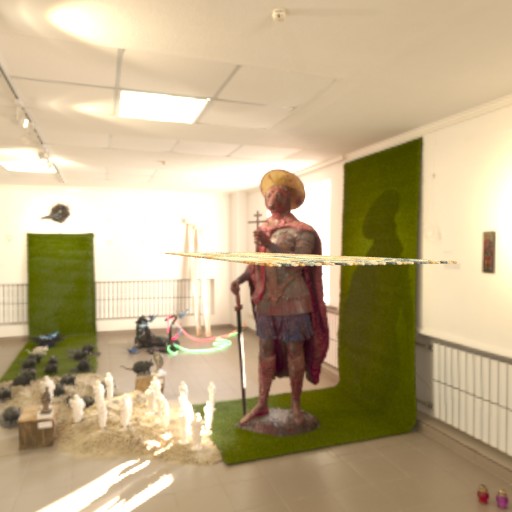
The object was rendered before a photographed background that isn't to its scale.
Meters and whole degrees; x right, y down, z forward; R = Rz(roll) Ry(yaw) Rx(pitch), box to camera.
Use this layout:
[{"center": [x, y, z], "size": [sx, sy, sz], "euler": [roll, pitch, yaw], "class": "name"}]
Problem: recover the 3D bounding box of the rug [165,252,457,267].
[{"center": [0.000, 0.000, 2.680], "size": [0.783, 0.010, 2.437], "euler": [0, 1, -20], "class": "rug"}]
